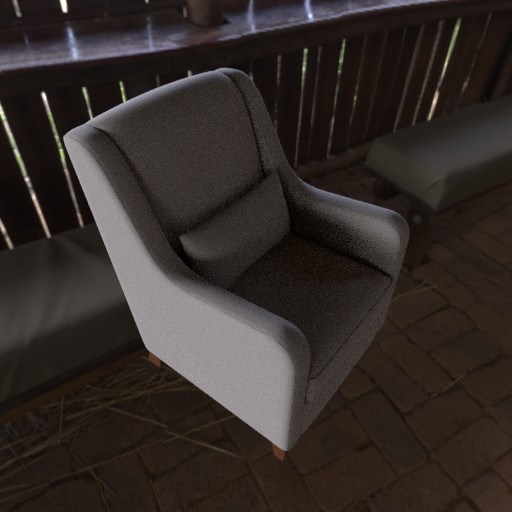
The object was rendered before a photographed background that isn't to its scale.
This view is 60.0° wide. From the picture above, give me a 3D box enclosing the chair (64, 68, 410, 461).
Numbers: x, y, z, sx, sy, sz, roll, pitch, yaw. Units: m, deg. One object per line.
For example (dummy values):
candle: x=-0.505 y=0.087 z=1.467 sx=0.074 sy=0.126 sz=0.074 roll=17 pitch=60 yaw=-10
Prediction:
chair: x=0.000 y=0.000 z=1.575 sx=0.863 sy=1.010 sz=0.715 roll=28 pitch=49 yaw=28
